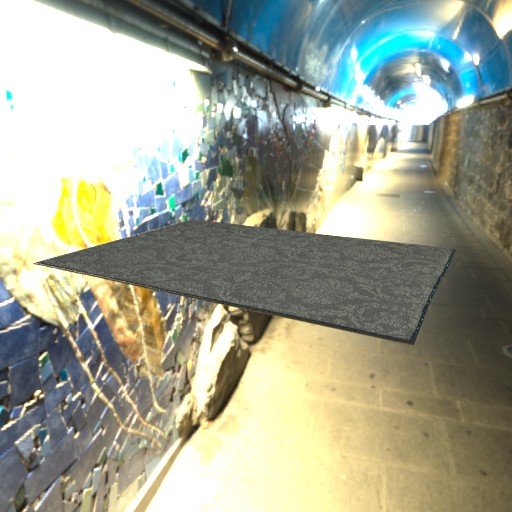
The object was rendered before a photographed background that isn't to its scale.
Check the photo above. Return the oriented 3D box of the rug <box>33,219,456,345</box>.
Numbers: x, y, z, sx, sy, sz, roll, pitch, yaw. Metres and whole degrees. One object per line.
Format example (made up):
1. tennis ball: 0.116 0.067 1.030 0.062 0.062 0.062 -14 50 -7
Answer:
1. rug: 0.000 0.000 2.829 2.206 0.014 1.578 8 18 28
